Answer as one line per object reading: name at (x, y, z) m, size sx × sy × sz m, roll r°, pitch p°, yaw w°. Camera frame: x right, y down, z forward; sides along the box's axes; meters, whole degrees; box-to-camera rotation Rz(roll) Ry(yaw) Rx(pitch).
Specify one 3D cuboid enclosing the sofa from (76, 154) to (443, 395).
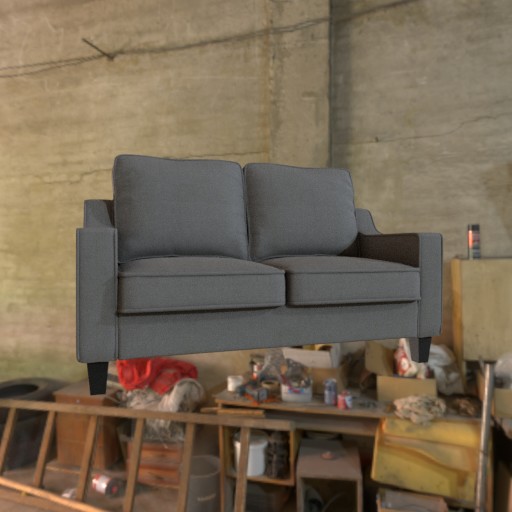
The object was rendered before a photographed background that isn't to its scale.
sofa at (0.000, 0.000, 2.041) m, size 1.500 × 0.948 × 0.791 m, roll 0°, pitch 1°, yaw -19°
